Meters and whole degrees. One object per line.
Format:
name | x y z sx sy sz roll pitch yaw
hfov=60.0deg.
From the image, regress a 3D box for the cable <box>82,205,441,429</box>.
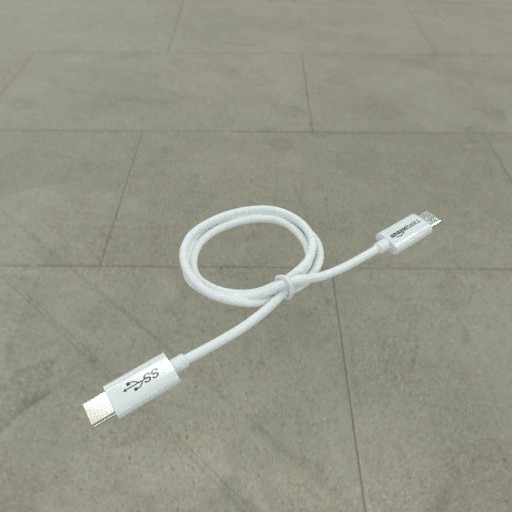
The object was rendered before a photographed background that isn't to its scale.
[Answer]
cable | 0.000 0.000 0.208 0.186 0.014 0.070 -28 54 -22
